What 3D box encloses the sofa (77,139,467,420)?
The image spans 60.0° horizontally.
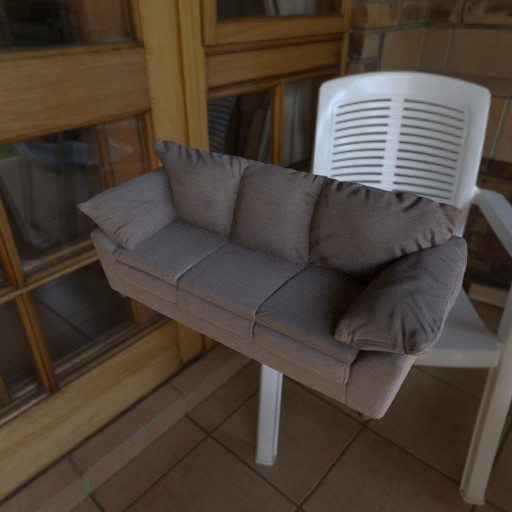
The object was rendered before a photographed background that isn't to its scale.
[{"bbox_3d":[0.000,0.000,2.821,2.390,1.043,0.927,20,36,29],"label":"sofa"}]
